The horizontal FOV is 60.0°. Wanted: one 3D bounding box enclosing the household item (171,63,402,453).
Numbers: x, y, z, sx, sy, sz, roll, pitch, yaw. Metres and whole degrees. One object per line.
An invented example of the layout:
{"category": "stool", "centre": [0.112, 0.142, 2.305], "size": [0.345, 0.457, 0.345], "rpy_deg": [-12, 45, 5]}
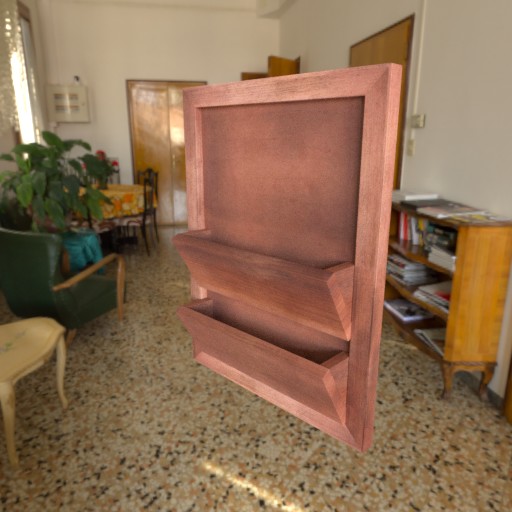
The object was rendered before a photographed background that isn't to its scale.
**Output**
{"category": "household item", "centre": [0.000, 0.000, 0.539], "size": [0.310, 0.407, 0.067], "rpy_deg": [14, 21, 43]}
